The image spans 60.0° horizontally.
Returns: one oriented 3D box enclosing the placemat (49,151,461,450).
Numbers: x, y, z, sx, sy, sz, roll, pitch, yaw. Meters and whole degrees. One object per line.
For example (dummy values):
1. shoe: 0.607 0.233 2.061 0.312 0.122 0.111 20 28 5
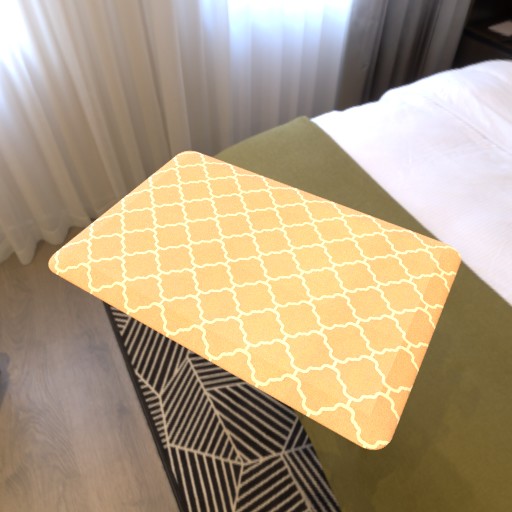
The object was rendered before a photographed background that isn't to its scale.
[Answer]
1. placemat: 0.000 0.000 0.950 0.762 0.021 0.508 24 52 20
